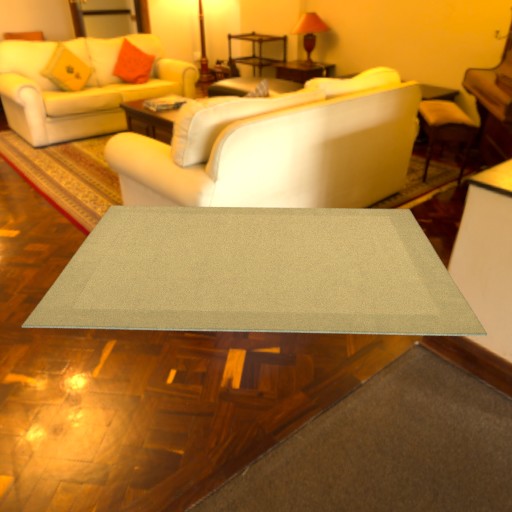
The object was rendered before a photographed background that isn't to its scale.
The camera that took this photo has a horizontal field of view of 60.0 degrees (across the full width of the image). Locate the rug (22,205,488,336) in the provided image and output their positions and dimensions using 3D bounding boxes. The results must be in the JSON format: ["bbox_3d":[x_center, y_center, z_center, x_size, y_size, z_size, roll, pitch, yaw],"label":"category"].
[{"bbox_3d":[0.000,0.000,2.966,2.438,0.014,1.524,1,31,1],"label":"rug"}]
